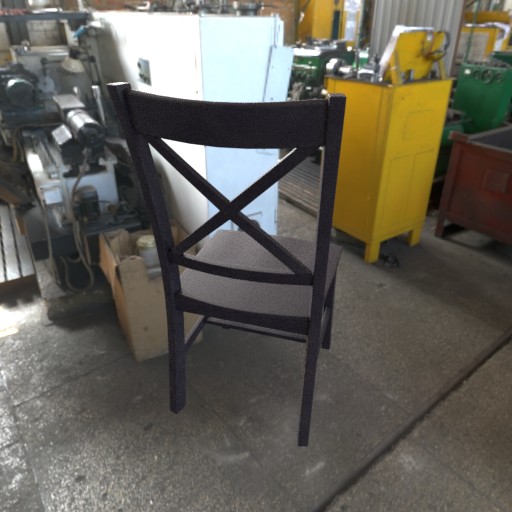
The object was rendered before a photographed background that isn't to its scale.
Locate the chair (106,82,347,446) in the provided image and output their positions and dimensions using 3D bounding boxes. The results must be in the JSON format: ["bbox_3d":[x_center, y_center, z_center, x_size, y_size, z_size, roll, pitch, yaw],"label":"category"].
[{"bbox_3d":[0.000,0.000,1.282,0.485,0.983,0.542,9,30,15],"label":"chair"}]
